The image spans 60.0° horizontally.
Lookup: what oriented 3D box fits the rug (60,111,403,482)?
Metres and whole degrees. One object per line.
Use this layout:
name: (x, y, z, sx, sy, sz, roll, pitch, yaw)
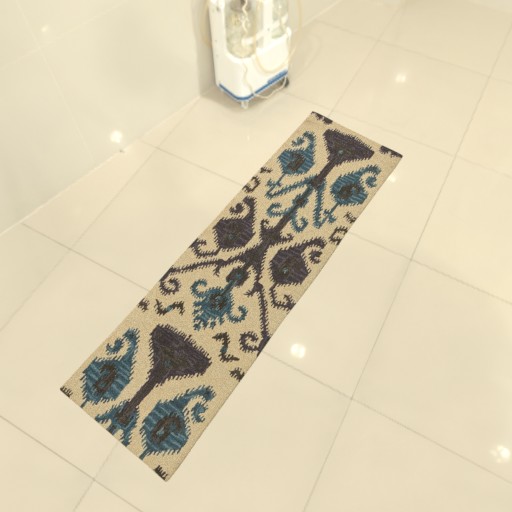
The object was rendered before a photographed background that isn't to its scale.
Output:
rug: (0.000, 0.000, 2.489, 0.692, 0.017, 2.301, 32, 66, 16)
